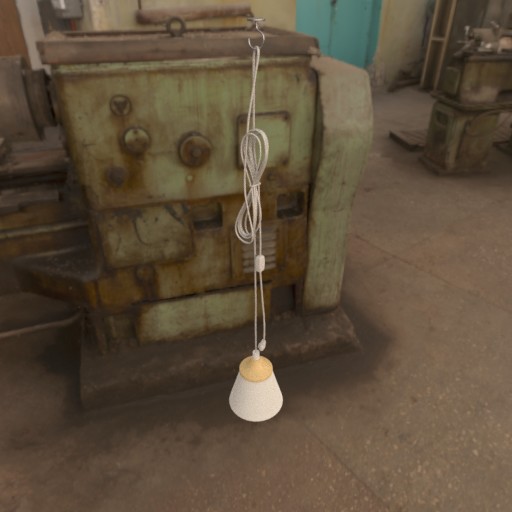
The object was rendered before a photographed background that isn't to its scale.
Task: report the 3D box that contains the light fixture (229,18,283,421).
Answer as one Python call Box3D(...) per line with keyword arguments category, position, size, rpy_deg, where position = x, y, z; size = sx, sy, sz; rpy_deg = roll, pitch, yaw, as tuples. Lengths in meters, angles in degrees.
Box3D(category="light fixture", position=(0.000, 0.000, 1.021), size=(0.153, 0.966, 0.153), rpy_deg=(-21, 37, -30))
